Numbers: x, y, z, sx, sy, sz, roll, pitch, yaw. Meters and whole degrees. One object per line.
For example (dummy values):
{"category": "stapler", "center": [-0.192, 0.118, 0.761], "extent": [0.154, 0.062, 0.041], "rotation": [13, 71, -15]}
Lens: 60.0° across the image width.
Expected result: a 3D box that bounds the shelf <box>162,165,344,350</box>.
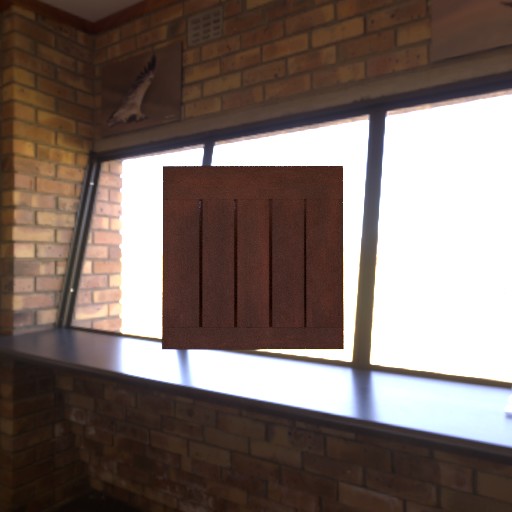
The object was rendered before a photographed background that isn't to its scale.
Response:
{"category": "shelf", "center": [0.000, 0.000, 1.234], "extent": [0.393, 0.311, 1.064], "rotation": [0, -1, 1]}
